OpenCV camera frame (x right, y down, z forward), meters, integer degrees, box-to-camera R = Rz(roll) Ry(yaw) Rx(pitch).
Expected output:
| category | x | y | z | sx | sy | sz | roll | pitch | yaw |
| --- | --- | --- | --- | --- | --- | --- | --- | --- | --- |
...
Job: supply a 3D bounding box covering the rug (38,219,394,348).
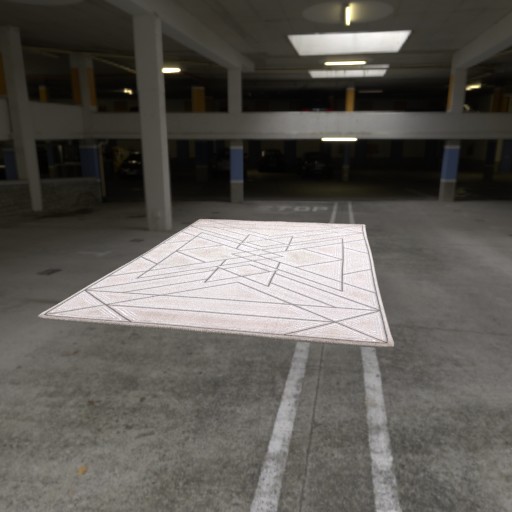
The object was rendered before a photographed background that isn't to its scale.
| category | x | y | z | sx | sy | sz | roll | pitch | yaw |
| --- | --- | --- | --- | --- | --- | --- | --- | --- | --- |
| rug | 0.000 | 0.000 | 3.035 | 1.575 | 0.023 | 2.459 | 3 | 16 | 10 |
